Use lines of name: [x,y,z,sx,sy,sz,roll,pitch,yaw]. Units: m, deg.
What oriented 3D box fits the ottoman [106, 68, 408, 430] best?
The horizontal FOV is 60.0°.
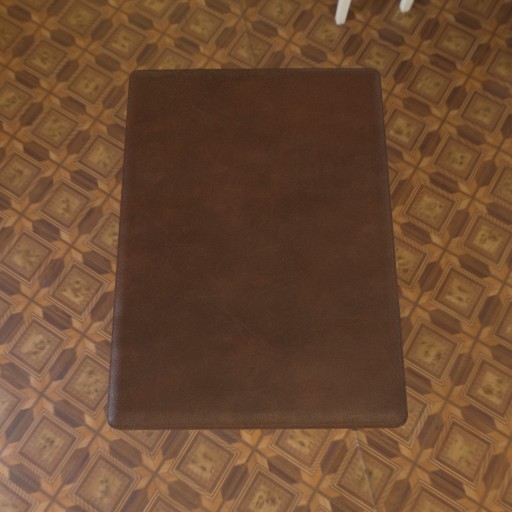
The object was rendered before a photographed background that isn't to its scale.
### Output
ottoman: [0.000,0.000,1.149,0.588,0.509,0.795,0,77,0]
